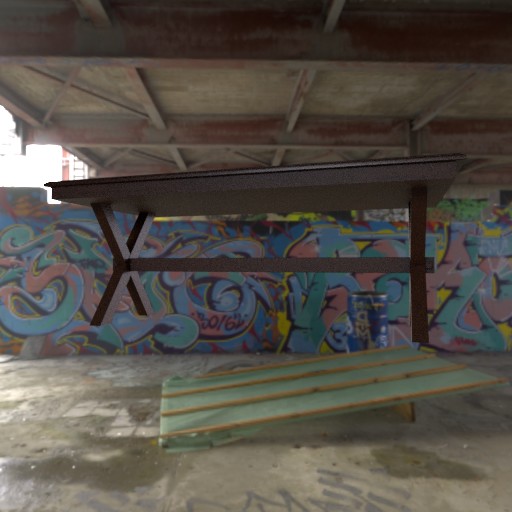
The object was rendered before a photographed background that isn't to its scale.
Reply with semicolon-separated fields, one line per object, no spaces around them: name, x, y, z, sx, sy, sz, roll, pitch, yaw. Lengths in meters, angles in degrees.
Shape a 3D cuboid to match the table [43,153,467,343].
table;0.000;0.000;1.471;1.197;0.459;0.594;0;-1;18
